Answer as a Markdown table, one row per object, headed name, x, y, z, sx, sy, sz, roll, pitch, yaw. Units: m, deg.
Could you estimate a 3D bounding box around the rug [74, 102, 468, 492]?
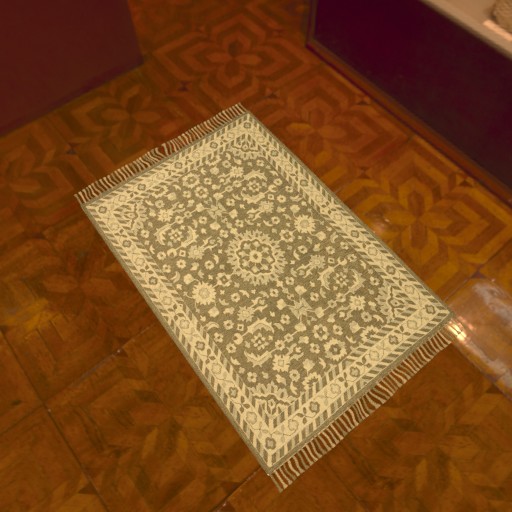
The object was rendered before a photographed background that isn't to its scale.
| name | x | y | z | sx | sy | sz | roll | pitch | yaw |
| --- | --- | --- | --- | --- | --- | --- | --- | --- | --- |
| rug | 0.000 | 0.000 | 3.013 | 1.530 | 0.025 | 2.431 | -34 | 68 | -16 |
